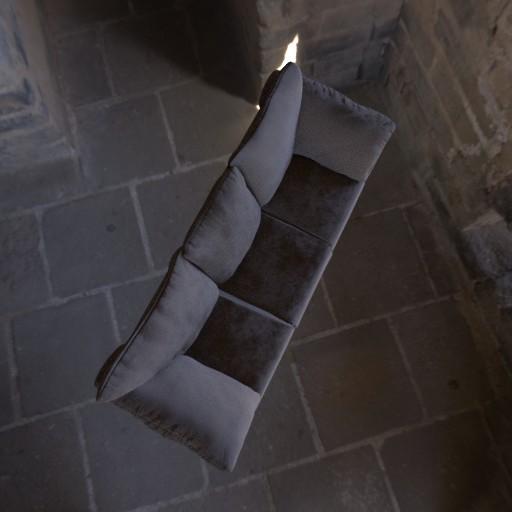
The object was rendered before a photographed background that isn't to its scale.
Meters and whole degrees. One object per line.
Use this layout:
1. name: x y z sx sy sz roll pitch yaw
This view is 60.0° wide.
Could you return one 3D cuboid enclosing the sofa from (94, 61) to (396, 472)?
1. sofa: 0.000 0.000 2.821 0.878 1.073 2.336 26 77 6
